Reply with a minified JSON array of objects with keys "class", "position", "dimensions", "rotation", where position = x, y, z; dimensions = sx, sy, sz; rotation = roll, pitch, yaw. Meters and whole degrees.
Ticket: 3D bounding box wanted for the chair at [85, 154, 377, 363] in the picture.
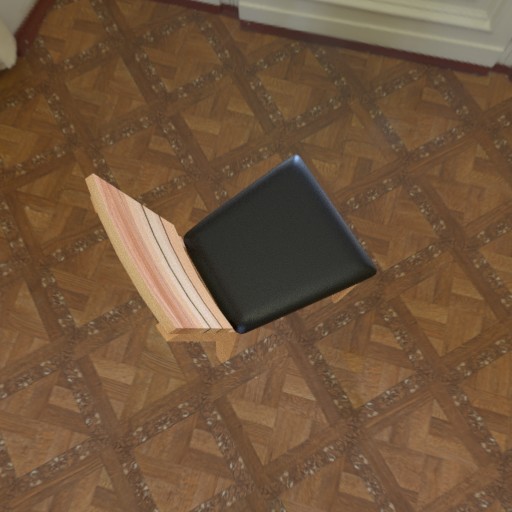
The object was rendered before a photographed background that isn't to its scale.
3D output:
[{"class":"chair","position":[0.000,0.000,1.186],"dimensions":[0.520,0.940,0.410],"rotation":[-30,77,-8]}]
